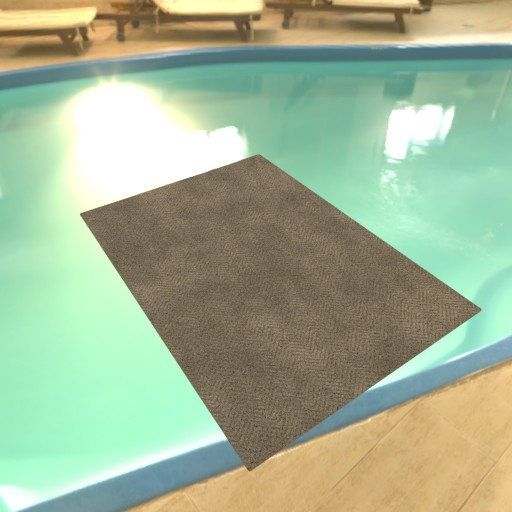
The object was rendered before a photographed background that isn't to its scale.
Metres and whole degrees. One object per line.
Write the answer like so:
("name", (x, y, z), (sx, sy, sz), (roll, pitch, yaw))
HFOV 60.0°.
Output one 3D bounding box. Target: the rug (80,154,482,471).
("rug", (0.000, 0.000, 2.884), (1.600, 0.008, 2.235), (-24, 46, -25))
